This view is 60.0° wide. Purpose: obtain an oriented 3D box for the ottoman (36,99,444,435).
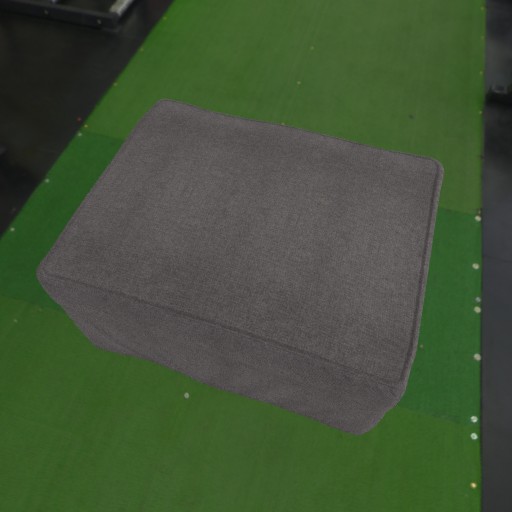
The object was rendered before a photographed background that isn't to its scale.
[{"bbox_3d":[0.000,0.000,1.220,0.833,0.492,0.652,16,59,10],"label":"ottoman"}]
